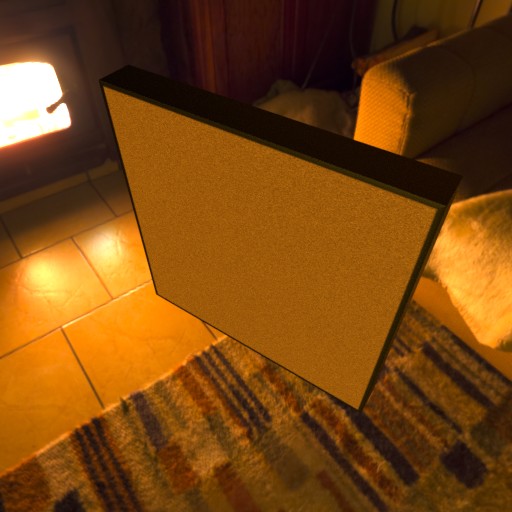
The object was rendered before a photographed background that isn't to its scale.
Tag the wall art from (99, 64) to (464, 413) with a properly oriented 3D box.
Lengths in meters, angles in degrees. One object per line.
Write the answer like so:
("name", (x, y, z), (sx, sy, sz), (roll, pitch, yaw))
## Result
("wall art", (0.000, 0.000, 0.450), (0.304, 0.303, 0.037), (26, 52, 22))
